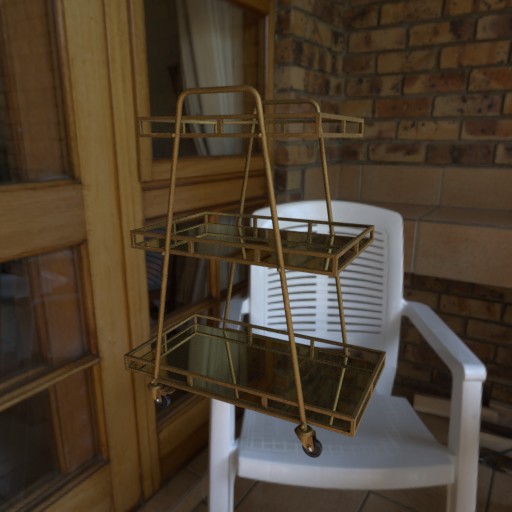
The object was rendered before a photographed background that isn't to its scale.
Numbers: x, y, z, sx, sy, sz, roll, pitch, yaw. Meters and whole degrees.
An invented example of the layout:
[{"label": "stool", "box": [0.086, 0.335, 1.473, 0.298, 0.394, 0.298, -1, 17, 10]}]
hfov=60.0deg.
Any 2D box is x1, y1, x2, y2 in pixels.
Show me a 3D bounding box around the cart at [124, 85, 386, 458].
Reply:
[{"label": "cart", "box": [0.000, 0.000, 1.281, 0.711, 0.883, 0.441, 7, 17, 26]}]
